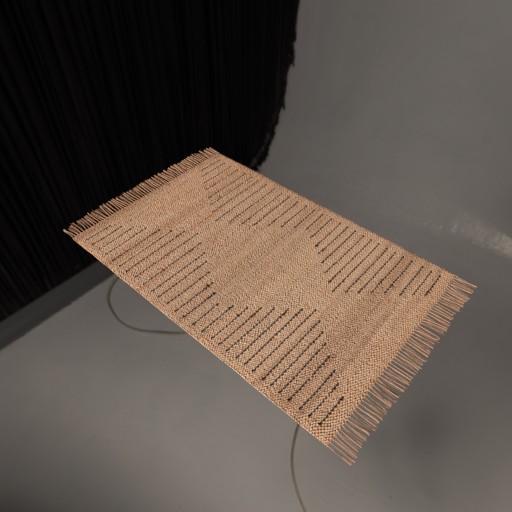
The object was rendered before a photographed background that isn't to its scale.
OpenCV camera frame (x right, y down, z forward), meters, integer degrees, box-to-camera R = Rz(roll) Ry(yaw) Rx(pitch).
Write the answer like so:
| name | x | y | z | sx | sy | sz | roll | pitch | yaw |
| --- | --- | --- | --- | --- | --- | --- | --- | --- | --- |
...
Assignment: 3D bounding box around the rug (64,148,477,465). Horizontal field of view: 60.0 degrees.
| name | x | y | z | sx | sy | sz | roll | pitch | yaw |
| --- | --- | --- | --- | --- | --- | --- | --- | --- | --- |
| rug | 0.000 | 0.000 | 2.520 | 2.085 | 0.027 | 1.224 | 32 | 54 | 28 |
